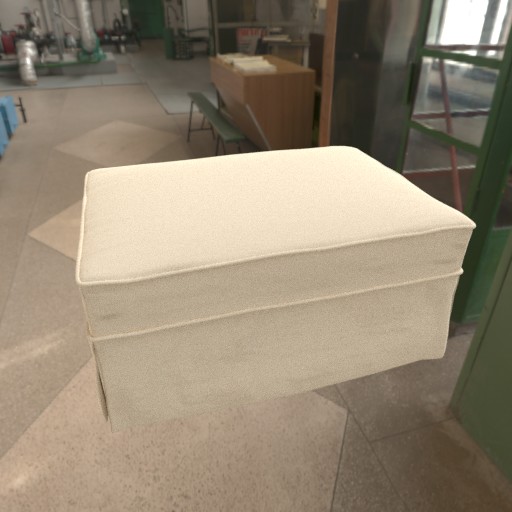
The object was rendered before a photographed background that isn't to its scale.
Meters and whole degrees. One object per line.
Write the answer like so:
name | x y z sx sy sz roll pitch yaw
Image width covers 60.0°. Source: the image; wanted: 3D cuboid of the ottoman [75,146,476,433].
ottoman | 0.000 0.000 1.296 0.944 0.479 0.703 -9 32 -14
